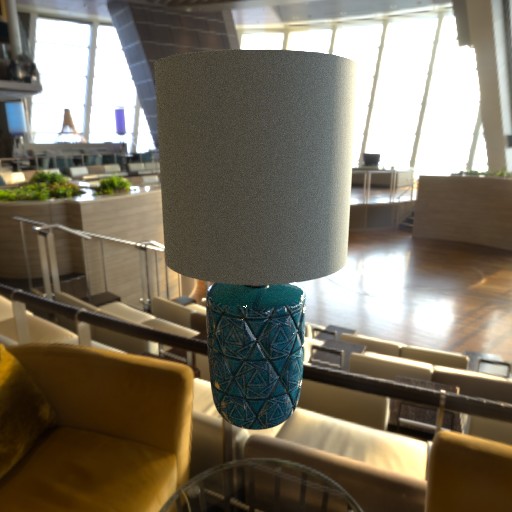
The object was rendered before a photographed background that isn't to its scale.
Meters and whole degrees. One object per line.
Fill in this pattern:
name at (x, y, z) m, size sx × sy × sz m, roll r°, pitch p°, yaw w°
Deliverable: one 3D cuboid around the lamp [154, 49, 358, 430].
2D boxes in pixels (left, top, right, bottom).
lamp at (0.000, 0.000, 0.478) m, size 0.193 × 0.377 × 0.193 m, roll 3°, pitch 16°, yaw 11°
